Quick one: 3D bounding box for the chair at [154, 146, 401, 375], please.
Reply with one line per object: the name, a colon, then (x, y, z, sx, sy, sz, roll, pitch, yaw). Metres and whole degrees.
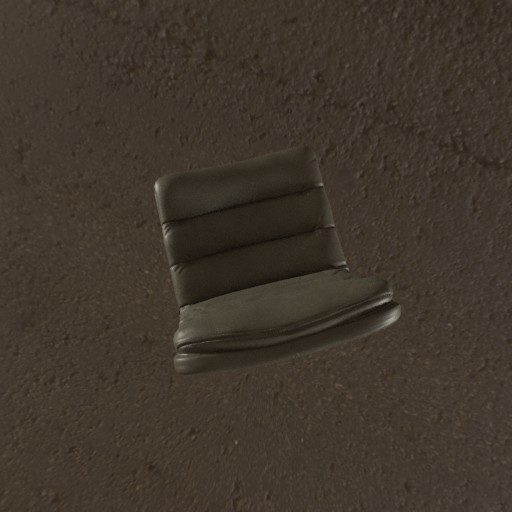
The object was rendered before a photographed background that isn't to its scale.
chair: (0.000, 0.000, 1.027, 0.422, 0.738, 0.485, -13, 76, -3)
